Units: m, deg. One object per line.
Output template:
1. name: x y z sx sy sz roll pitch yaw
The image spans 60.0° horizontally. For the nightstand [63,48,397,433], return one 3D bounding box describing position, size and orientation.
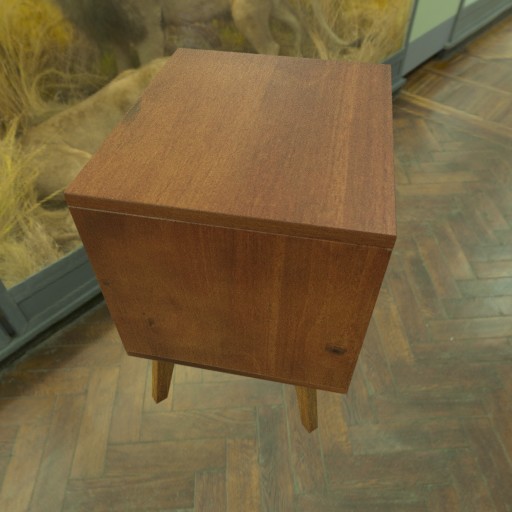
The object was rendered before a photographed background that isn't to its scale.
1. nightstand: 0.000 0.000 0.901 0.411 0.618 0.460 8 47 8
